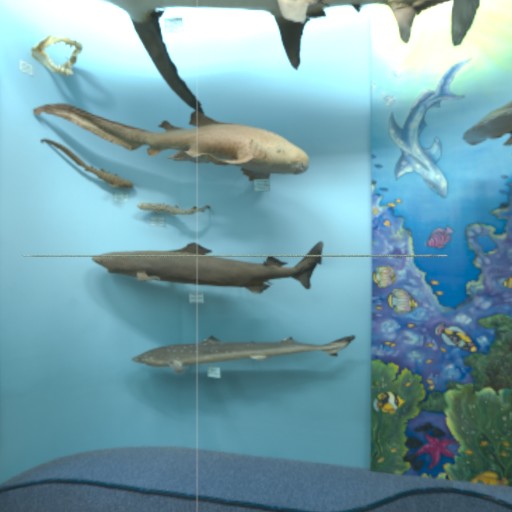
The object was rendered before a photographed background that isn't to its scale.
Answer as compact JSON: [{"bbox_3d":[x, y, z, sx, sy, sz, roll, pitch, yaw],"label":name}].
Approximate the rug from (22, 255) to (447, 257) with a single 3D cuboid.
[{"bbox_3d":[0.000,0.000,4.111,3.043,0.013,2.444,0,0,17],"label":"rug"}]
